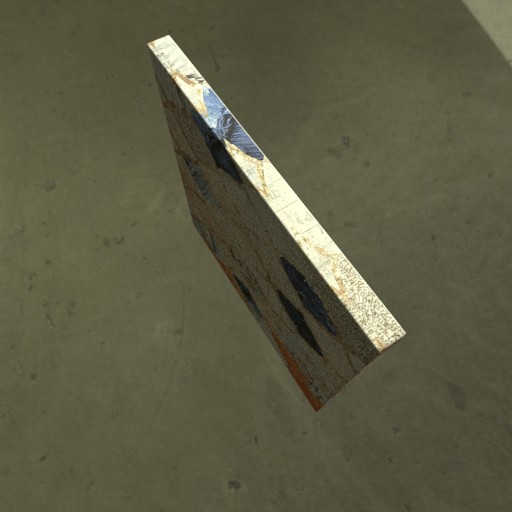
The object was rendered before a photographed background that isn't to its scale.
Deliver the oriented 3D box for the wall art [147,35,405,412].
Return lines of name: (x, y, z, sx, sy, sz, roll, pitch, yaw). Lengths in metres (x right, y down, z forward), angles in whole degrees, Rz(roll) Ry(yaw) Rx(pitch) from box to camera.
wall art: (0.000, 0.000, 0.751, 0.038, 0.508, 0.507, -30, 68, -13)
